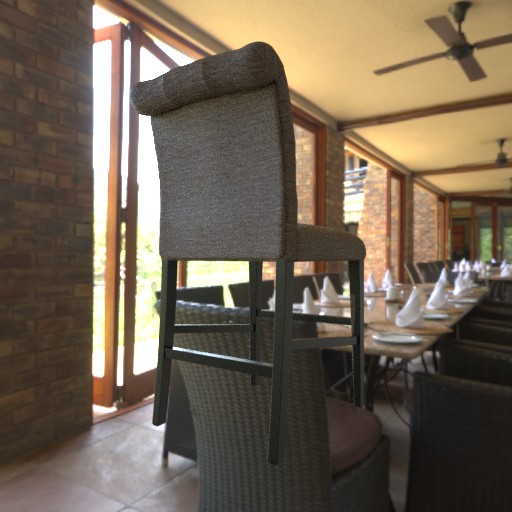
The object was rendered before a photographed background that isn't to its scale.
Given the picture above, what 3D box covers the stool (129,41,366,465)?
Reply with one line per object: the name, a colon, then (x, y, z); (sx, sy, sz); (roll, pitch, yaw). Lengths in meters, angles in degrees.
stool: (0.000, 0.000, 1.322); (0.457, 0.970, 0.611); (0, 0, 36)
